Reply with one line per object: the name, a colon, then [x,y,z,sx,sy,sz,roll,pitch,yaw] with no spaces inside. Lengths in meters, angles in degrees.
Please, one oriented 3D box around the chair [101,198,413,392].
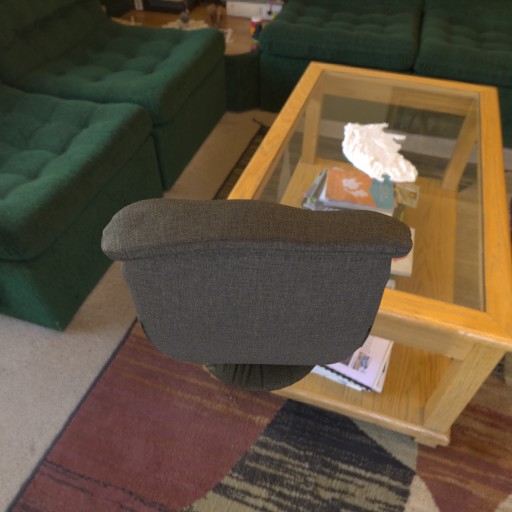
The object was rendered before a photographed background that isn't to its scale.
chair: [0.000,0.000,1.214,0.597,0.749,0.668,1,46,1]
